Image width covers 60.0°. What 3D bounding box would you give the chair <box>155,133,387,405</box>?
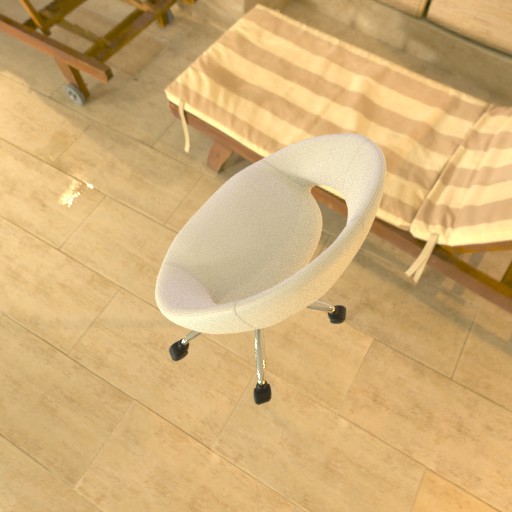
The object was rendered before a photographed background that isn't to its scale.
[{"bbox_3d":[0.000,0.000,1.170,0.538,0.791,0.612,33,68,16],"label":"chair"}]
